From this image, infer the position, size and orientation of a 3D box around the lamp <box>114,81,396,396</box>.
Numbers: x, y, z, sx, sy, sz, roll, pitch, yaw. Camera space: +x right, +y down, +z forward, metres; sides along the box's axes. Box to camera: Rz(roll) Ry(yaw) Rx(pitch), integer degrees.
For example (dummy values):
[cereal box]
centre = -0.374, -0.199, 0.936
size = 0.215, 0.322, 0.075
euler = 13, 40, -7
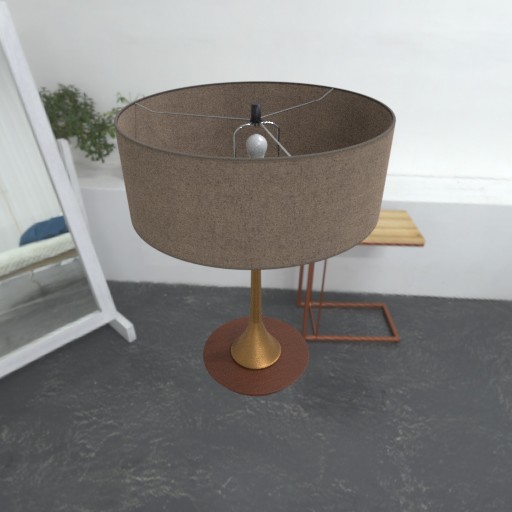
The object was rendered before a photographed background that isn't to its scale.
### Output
[lamp]
centre = 0.000, 0.000, 0.820
size = 0.417, 0.551, 0.396
euler = -10, 35, -14
